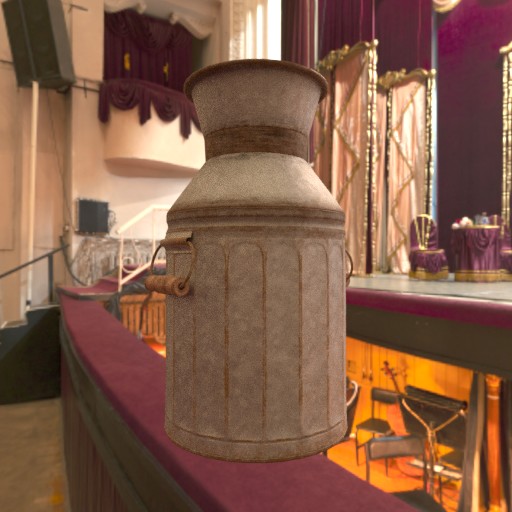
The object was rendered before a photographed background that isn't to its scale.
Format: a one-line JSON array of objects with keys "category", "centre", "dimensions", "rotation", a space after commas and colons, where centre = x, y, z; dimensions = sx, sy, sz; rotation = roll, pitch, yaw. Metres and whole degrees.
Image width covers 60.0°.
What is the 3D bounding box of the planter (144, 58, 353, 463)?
[{"category": "planter", "centre": [0.000, 0.000, 0.527], "dimensions": [0.245, 0.396, 0.214], "rotation": [0, 0, -34]}]
